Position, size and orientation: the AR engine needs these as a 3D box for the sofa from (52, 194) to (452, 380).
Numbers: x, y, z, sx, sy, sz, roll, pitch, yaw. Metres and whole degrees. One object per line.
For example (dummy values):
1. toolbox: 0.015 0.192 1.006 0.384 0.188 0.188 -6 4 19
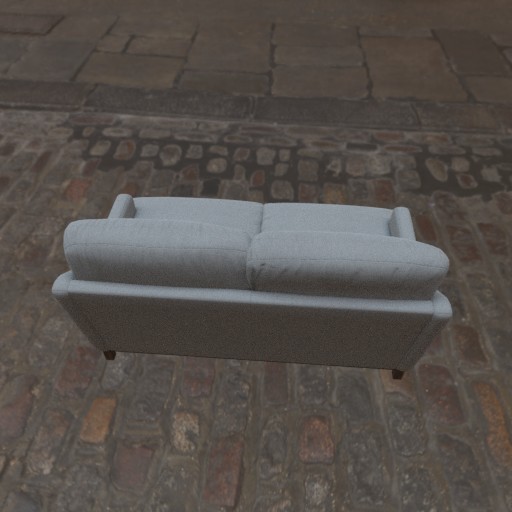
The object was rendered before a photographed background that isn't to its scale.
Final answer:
1. sofa: 0.000 0.000 2.210 1.589 0.921 0.987 3 45 3
